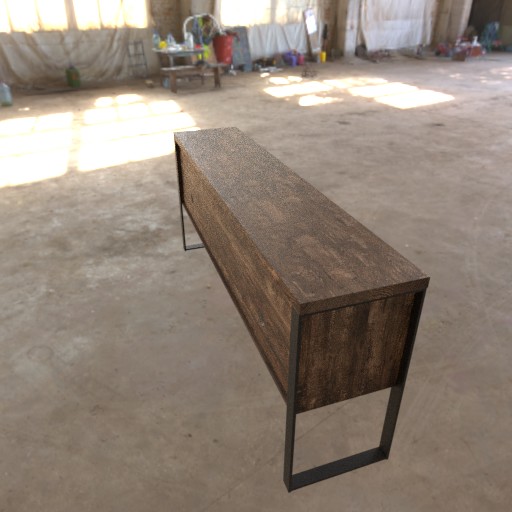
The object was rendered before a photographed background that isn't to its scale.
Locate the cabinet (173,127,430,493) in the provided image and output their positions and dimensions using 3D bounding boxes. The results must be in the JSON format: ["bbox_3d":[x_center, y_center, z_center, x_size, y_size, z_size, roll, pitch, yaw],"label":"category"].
[{"bbox_3d":[0.000,0.000,2.065,0.395,0.762,1.800,-10,31,-17],"label":"cabinet"}]
